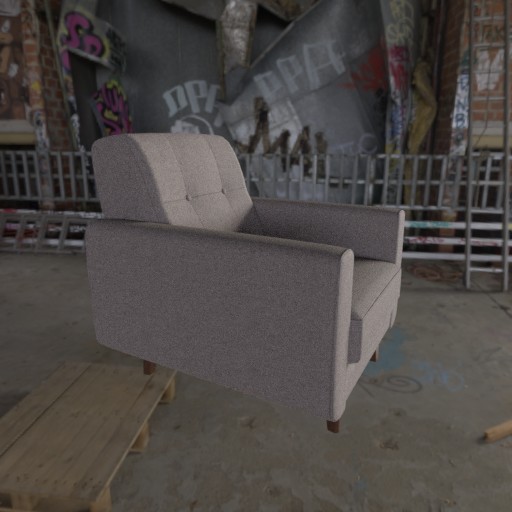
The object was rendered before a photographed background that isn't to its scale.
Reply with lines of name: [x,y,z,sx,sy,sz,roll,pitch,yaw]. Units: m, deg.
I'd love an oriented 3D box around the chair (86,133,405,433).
chair: [0.000,0.000,1.562,0.907,0.839,0.831,8,17,27]
